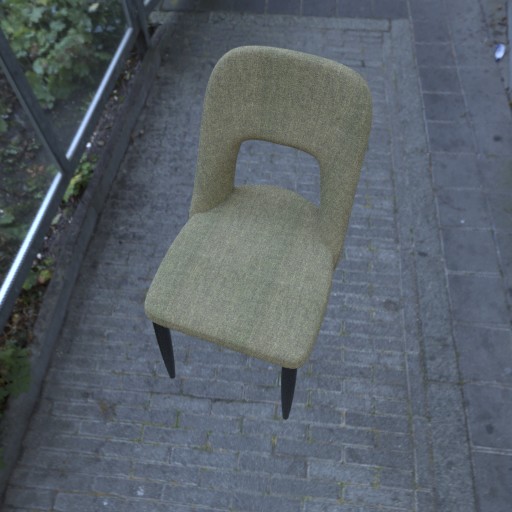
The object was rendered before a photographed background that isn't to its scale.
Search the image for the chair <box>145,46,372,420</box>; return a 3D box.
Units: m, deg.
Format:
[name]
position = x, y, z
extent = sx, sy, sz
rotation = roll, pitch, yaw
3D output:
[chair]
position = 0.000, 0.000, 1.280
extent = 0.470, 0.931, 0.612
rotation = 17, 59, 10
